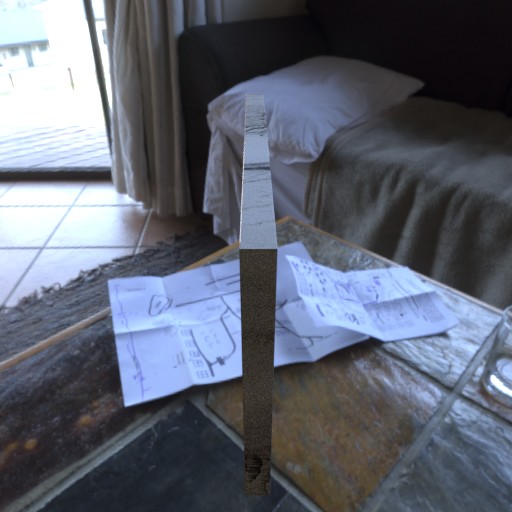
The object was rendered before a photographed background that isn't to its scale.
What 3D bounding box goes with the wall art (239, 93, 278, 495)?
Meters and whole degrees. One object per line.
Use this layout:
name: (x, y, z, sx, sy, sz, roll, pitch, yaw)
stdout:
wall art: (0.000, 0.000, 0.771, 0.035, 0.407, 0.613, 0, 33, 0)
